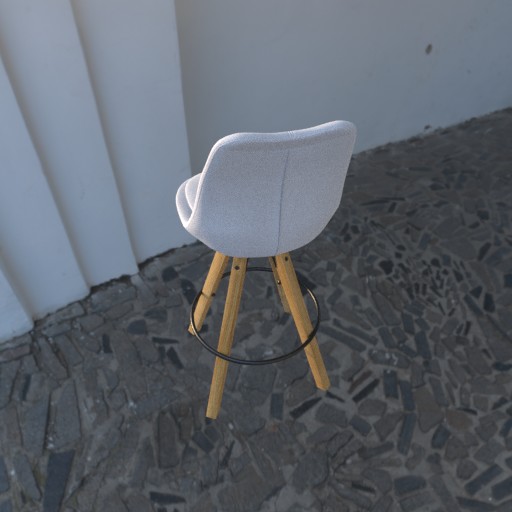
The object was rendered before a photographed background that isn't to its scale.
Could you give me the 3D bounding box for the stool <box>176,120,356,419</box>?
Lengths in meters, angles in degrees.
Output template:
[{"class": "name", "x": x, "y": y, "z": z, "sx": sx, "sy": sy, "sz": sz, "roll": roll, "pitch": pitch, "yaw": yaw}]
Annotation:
[{"class": "stool", "x": 0.000, "y": 0.000, "z": 1.431, "sx": 0.484, "sy": 1.115, "sz": 0.550, "roll": -10, "pitch": 42, "yaw": -12}]
